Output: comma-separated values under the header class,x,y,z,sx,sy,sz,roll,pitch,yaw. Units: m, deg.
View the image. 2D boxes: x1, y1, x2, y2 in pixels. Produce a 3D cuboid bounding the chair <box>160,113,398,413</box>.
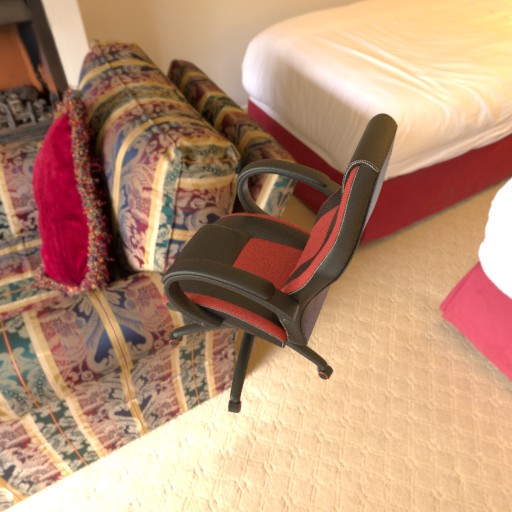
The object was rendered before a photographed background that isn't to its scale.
class,x,y,z,sx,sy,sz,roll,pitch,yaw
chair,0.000,0.000,1.701,0.783,1.189,0.750,17,48,15
